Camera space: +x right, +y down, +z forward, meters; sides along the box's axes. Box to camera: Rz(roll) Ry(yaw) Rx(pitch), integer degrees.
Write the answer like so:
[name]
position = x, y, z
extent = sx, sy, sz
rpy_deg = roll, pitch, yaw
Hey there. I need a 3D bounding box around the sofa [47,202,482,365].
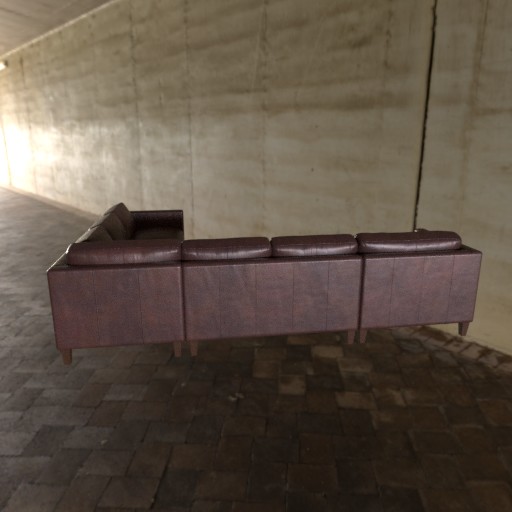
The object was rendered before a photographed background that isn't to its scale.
[sofa]
position = 0.000, 0.000, 4.550
extent = 3.324, 0.891, 2.452
rpy_deg = -2, 16, -8
